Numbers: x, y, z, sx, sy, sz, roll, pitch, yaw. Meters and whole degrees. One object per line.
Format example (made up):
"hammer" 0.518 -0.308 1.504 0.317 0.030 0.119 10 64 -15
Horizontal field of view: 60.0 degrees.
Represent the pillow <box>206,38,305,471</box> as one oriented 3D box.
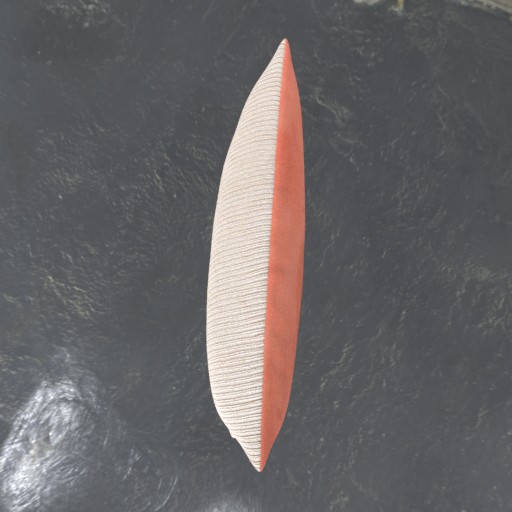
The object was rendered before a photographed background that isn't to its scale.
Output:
"pillow" 0.000 0.000 0.741 0.155 0.307 0.608 4 75 1
